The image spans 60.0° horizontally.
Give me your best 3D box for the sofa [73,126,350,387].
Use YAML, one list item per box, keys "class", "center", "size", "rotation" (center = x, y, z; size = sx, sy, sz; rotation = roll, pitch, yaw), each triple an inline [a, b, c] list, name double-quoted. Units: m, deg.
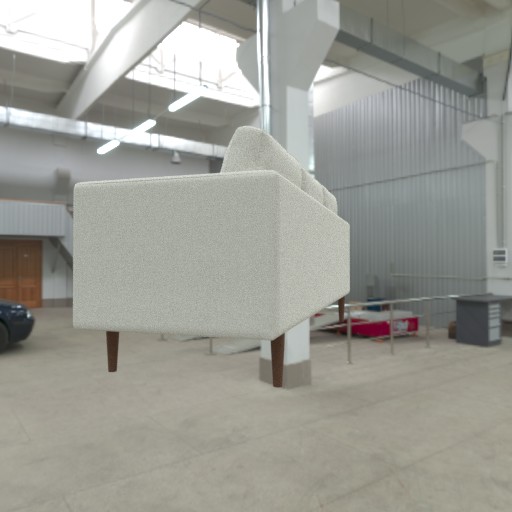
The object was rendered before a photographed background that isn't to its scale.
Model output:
- class: "sofa"
  center: [0.000, 0.000, 2.439]
  size: [0.802, 0.912, 2.029]
  rotation: [0, -1, 18]
